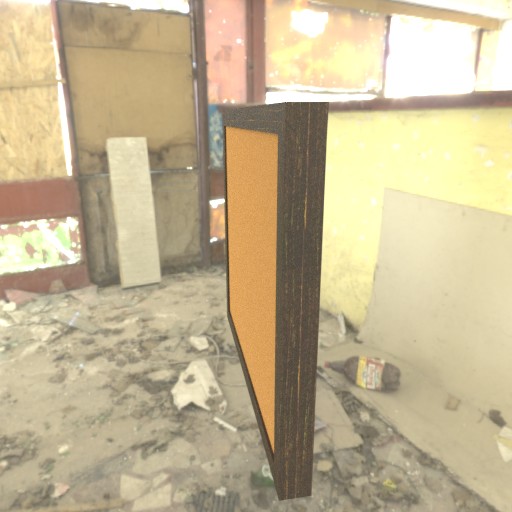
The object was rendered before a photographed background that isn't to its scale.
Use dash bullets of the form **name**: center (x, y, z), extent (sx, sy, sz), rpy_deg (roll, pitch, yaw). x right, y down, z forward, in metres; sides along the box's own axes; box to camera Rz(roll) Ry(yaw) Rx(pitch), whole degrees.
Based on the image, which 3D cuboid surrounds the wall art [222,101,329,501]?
- **wall art**: center (0.000, 0.000, 0.520), extent (0.031, 0.330, 0.381), rpy_deg (-3, 18, -10)
